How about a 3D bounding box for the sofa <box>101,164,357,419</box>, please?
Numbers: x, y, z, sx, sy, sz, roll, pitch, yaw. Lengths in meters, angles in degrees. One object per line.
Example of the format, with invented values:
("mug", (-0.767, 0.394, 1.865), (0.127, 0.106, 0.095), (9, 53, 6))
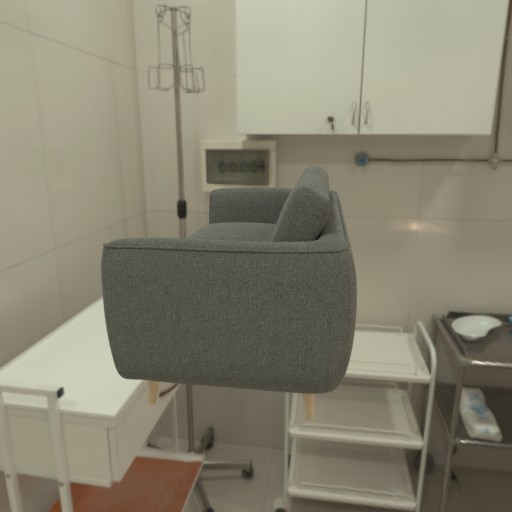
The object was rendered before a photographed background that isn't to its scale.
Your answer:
("sofa", (0.000, 0.000, 2.264), (0.920, 0.870, 1.700), (2, 15, 8))
